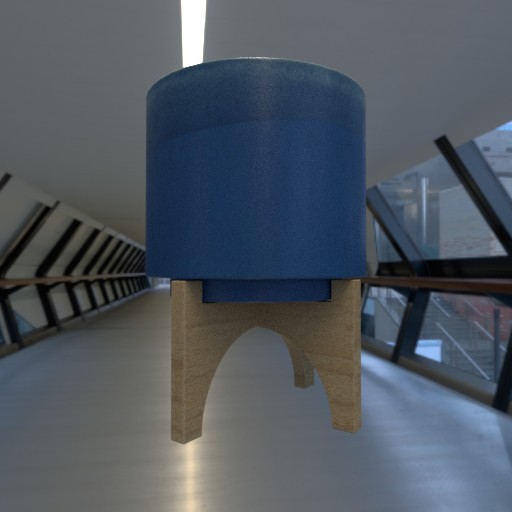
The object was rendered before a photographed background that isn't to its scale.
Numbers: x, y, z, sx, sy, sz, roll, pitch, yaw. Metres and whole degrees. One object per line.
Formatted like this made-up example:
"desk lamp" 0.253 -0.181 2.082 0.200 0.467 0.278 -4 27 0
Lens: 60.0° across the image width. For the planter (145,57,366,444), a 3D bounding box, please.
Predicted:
"planter" 0.000 0.000 0.540 0.261 0.367 0.261 0 -1 0
